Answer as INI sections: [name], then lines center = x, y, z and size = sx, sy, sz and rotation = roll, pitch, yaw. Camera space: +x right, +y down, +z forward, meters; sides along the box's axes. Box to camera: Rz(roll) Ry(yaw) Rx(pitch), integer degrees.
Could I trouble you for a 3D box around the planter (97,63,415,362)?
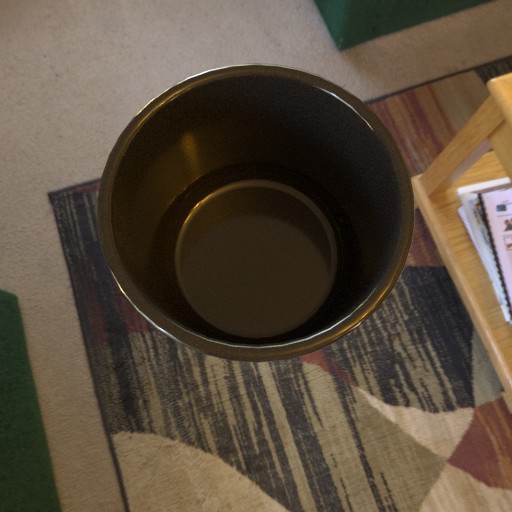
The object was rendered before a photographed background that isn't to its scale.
[planter]
center = 0.000, 0.000, 0.517
size = 0.251, 0.355, 0.251
rotation = -36, 78, -9
